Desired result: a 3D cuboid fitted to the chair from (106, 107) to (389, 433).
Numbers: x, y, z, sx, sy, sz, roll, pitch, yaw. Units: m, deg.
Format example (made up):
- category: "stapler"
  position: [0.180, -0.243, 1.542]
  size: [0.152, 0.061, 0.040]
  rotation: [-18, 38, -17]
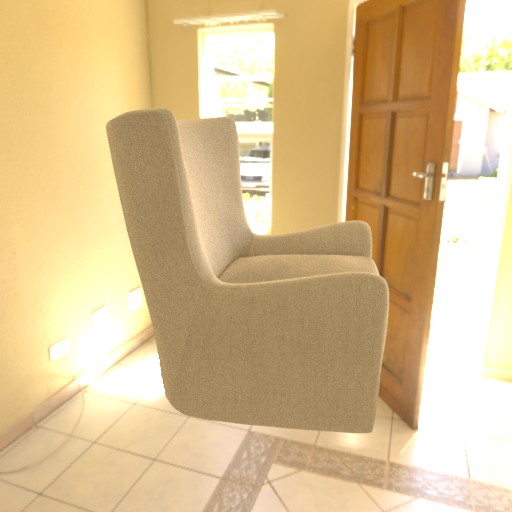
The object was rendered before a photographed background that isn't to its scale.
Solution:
- category: "chair"
  position: [0.000, 0.000, 1.623]
  size: [0.904, 1.000, 0.779]
  rotation: [3, 16, 10]
